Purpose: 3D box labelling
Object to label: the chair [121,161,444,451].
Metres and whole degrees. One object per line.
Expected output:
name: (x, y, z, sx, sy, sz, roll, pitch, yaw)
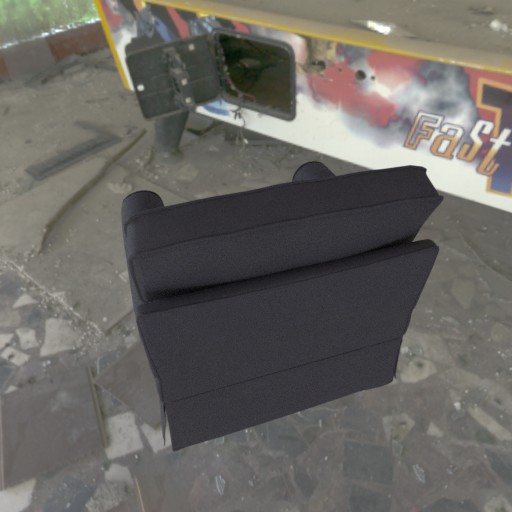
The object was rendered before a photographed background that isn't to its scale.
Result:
chair: (0.000, 0.000, 1.979, 1.119, 1.140, 1.002, -12, 44, -13)
